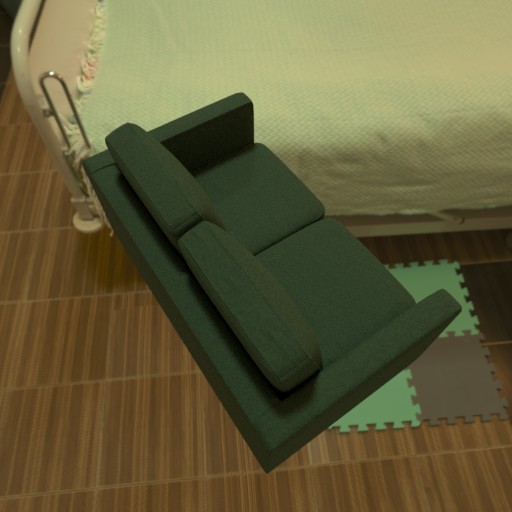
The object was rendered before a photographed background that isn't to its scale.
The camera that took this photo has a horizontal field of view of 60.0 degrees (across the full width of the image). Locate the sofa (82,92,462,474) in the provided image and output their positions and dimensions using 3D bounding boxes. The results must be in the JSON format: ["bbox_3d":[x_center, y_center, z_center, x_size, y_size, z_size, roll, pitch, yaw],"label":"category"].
[{"bbox_3d":[0.000,0.000,1.945,0.879,0.899,1.430,-30,63,-17],"label":"sofa"}]
